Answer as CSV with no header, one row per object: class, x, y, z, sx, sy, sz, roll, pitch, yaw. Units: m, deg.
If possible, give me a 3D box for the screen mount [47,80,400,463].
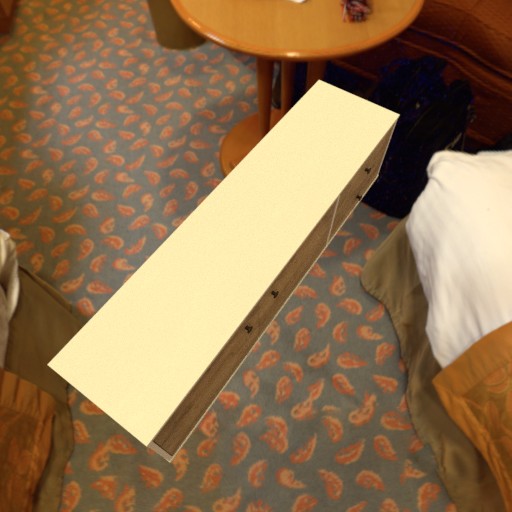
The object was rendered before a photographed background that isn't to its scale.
screen mount,0.000,0.000,1.834,0.418,0.520,1.600,31,64,17
